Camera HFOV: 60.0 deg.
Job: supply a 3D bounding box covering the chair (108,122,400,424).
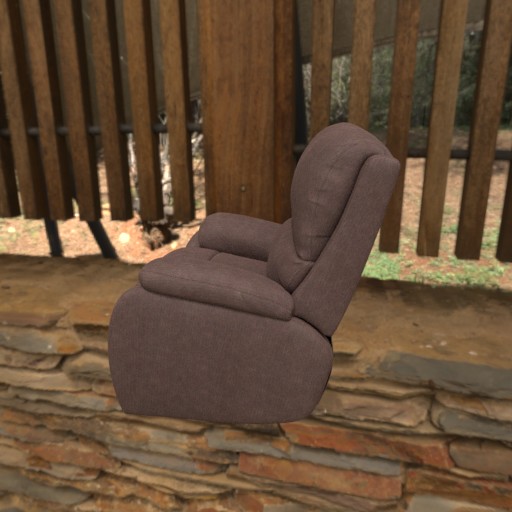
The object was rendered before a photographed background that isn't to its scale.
[{"bbox_3d":[0.000,0.000,1.753,0.899,1.011,0.930,2,16,7],"label":"chair"}]
